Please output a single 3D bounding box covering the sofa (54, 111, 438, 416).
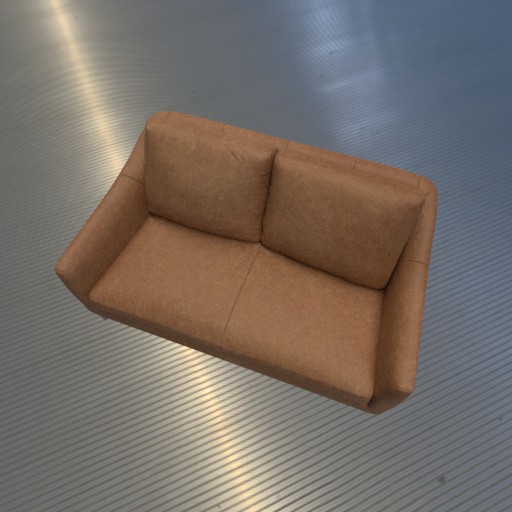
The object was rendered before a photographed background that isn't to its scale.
[{"bbox_3d":[0.000,0.000,2.185,1.619,0.902,0.960,17,60,10],"label":"sofa"}]
